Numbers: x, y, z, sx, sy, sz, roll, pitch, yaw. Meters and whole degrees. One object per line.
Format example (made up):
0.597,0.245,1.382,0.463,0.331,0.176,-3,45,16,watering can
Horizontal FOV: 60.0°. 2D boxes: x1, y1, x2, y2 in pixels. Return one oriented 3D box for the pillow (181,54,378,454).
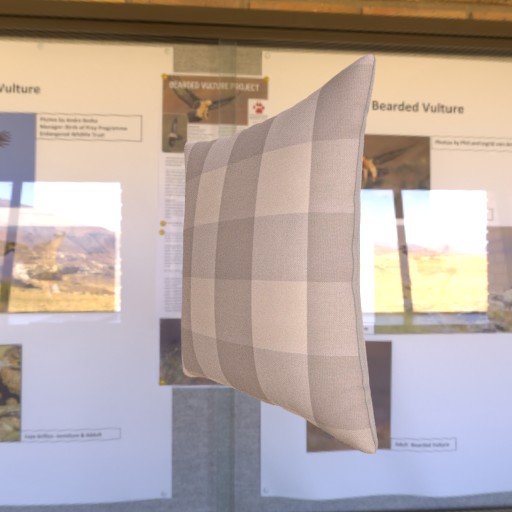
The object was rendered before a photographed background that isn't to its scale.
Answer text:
0.000,0.000,0.764,0.161,0.509,0.511,1,-2,-36,pillow
